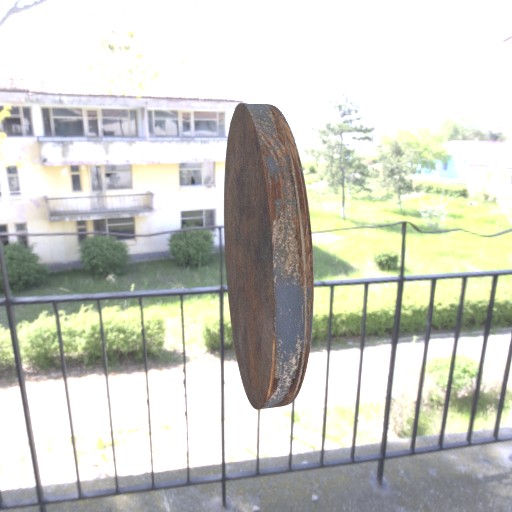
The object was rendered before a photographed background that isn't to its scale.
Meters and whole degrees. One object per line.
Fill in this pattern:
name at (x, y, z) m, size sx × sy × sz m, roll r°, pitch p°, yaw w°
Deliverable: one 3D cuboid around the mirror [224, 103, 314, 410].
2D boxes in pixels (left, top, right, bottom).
mirror at (0.000, 0.000, 0.897) m, size 0.061 × 0.585 × 0.585 m, roll -3°, pitch 17°, yaw -10°
